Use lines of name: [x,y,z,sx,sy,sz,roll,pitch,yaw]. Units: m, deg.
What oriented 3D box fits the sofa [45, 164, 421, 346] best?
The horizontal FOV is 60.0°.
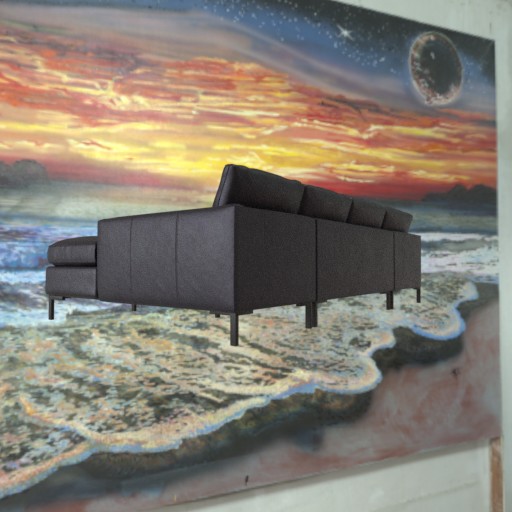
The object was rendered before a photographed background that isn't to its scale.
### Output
sofa: [0.000,0.000,3.775,1.939,0.900,2.956,-1,-1,37]
